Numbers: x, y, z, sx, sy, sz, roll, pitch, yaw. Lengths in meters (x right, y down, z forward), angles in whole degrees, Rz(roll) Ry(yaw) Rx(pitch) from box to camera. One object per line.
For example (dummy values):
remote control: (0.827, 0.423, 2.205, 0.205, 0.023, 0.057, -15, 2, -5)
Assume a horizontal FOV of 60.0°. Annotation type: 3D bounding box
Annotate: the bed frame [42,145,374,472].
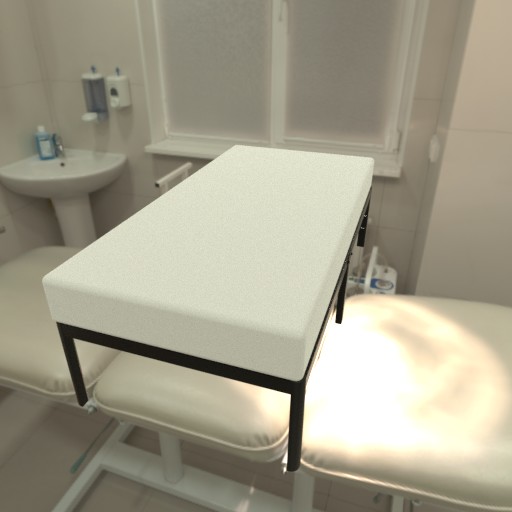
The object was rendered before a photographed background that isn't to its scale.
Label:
bed frame: (0.000, 0.000, 2.439, 1.023, 0.659, 1.950, 10, 31, 17)
